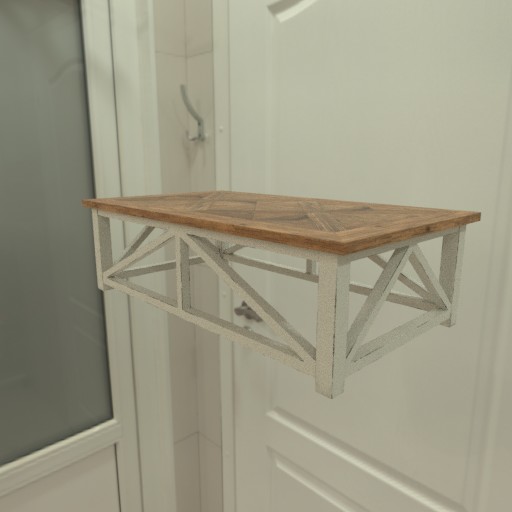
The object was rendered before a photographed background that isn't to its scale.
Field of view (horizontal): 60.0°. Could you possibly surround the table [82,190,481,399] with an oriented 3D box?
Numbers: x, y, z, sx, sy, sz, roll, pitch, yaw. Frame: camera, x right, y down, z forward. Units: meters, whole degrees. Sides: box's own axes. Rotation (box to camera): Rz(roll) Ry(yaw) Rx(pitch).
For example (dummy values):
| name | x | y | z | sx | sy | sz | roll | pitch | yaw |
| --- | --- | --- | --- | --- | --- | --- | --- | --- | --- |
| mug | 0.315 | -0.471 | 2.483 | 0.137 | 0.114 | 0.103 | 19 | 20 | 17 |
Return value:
| name | x | y | z | sx | sy | sz | roll | pitch | yaw |
| --- | --- | --- | --- | --- | --- | --- | --- | --- | --- |
| table | 0.000 | 0.000 | 1.788 | 0.800 | 0.410 | 1.400 | -12 | 17 | -42 |
